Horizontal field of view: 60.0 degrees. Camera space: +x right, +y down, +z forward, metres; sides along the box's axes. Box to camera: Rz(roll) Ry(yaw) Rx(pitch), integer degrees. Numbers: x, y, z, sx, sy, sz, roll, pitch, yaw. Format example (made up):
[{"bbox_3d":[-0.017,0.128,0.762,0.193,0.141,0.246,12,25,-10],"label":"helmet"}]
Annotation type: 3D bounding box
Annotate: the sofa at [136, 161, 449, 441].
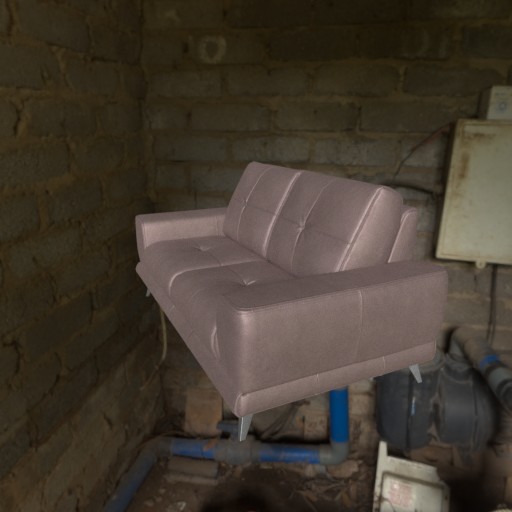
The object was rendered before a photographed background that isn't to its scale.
[{"bbox_3d":[0.000,0.000,2.451,1.018,0.907,1.806,-8,19,-24],"label":"sofa"}]
